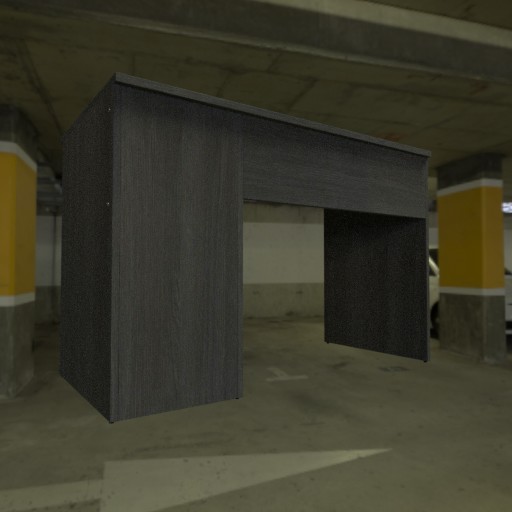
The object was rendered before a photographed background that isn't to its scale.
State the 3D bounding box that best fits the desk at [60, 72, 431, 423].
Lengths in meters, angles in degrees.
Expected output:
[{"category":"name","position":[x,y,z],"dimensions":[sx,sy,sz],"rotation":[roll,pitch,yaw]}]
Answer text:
[{"category":"desk","position":[0.000,0.000,1.449],"dimensions":[1.096,0.730,0.560],"rotation":[1,-2,-35]}]
